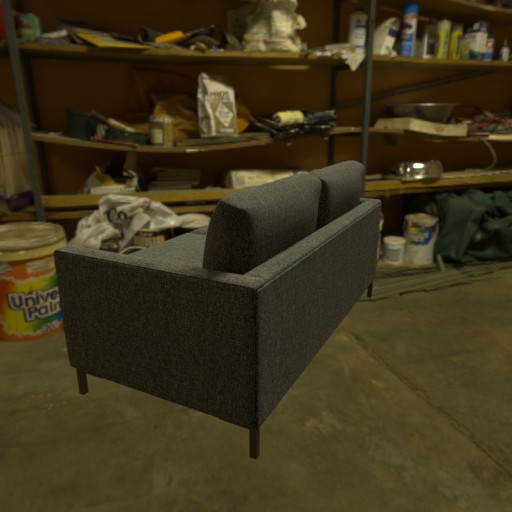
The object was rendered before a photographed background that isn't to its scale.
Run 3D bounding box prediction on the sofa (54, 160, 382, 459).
[{"bbox_3d":[0.000,0.000,2.224,0.866,0.862,1.716,8,19,26],"label":"sofa"}]
